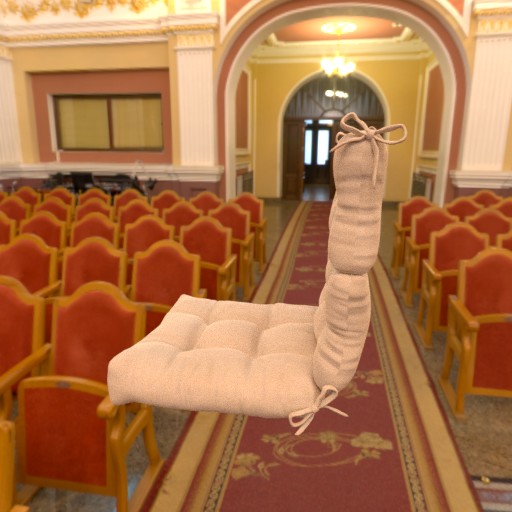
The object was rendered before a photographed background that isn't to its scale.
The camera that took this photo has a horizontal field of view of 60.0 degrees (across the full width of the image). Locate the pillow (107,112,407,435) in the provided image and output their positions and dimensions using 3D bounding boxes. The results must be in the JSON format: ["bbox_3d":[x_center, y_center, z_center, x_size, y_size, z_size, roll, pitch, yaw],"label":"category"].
[{"bbox_3d":[0.000,0.000,1.038,0.571,0.605,0.519,2,14,10],"label":"pillow"}]
